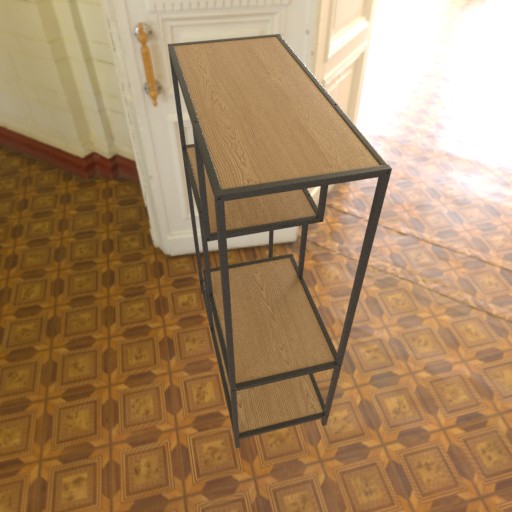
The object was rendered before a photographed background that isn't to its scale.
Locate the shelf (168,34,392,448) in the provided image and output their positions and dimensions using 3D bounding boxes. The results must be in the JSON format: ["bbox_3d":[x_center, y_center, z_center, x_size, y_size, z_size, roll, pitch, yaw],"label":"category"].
[{"bbox_3d":[0.000,0.000,1.497,0.350,1.138,0.770,-10,46,-10],"label":"shelf"}]
